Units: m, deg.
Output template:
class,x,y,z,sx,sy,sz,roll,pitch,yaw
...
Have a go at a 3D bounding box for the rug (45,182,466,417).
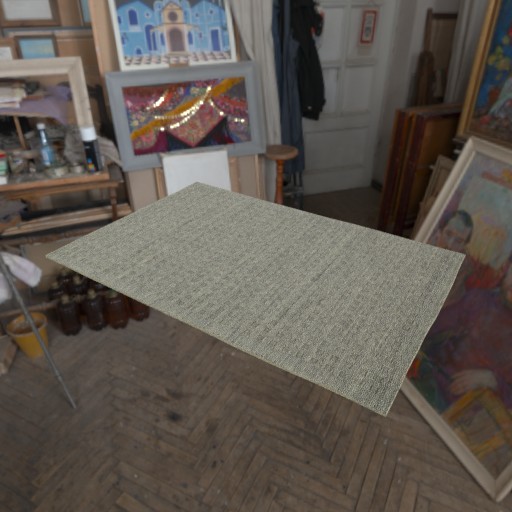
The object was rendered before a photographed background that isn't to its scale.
class,x,y,z,sx,sy,sz,roll,pitch,yaw
rug,0.000,0.000,2.898,2.297,0.018,1.532,19,36,28
